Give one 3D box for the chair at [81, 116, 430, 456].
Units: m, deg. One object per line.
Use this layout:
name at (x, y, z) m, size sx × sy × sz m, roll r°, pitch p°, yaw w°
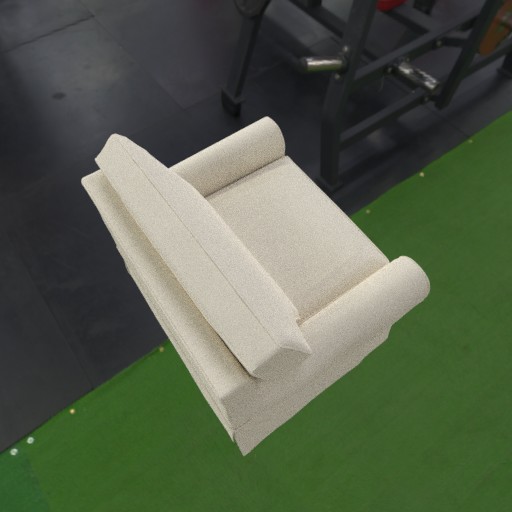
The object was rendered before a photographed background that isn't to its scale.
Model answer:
chair at (0.000, 0.000, 1.817) m, size 0.904 × 0.958 × 1.099 m, roll -31°, pitch 64°, yaw -17°
